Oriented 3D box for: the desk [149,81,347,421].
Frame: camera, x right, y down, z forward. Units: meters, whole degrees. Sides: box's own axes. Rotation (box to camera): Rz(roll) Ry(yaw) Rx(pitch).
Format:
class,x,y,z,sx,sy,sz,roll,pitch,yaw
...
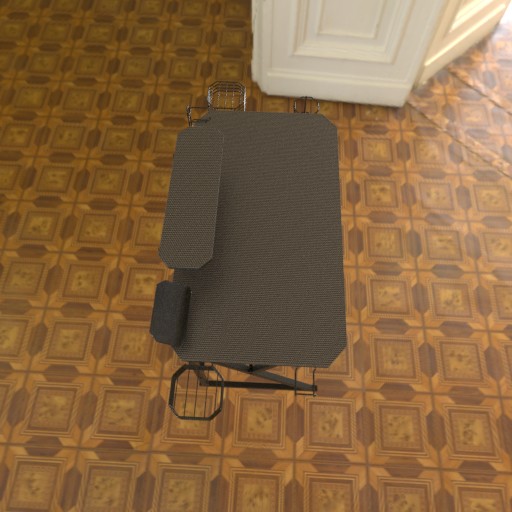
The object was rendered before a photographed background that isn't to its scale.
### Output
class,x,y,z,sx,sy,sz,roll,pitch,yaw
desk,0.000,0.000,1.760,0.580,0.880,1.290,2,64,1
